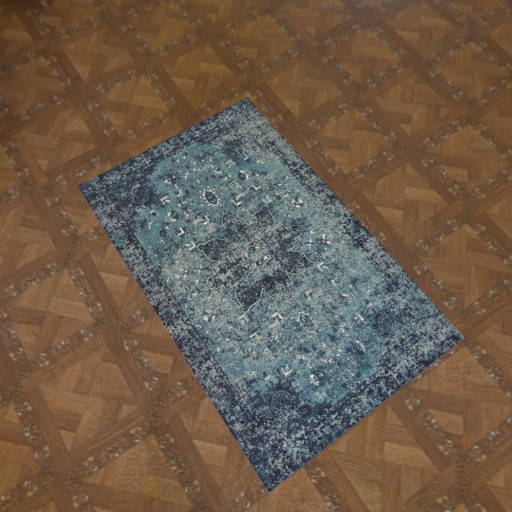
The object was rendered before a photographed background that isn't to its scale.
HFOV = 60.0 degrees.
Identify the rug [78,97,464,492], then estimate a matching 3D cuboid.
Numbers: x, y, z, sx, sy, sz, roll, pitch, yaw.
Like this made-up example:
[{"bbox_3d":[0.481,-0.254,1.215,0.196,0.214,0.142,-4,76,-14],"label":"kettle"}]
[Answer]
[{"bbox_3d":[0.000,0.000,3.039,1.525,0.007,2.440,-32,69,-14],"label":"rug"}]
